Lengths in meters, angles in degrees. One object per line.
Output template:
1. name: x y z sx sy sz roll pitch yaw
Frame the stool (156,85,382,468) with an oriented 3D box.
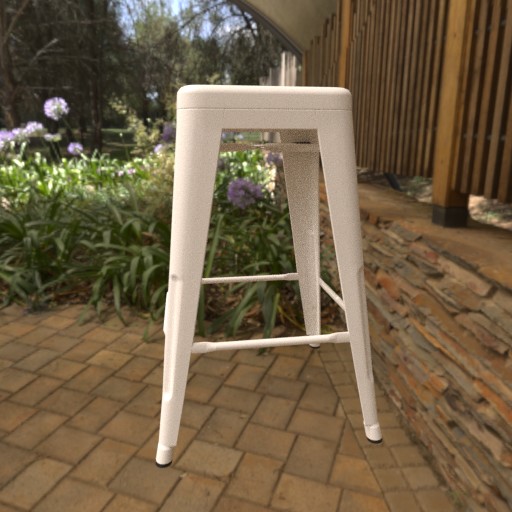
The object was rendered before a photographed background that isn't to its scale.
1. stool: 0.000 0.000 0.885 0.406 0.610 0.406 -2 15 -9
